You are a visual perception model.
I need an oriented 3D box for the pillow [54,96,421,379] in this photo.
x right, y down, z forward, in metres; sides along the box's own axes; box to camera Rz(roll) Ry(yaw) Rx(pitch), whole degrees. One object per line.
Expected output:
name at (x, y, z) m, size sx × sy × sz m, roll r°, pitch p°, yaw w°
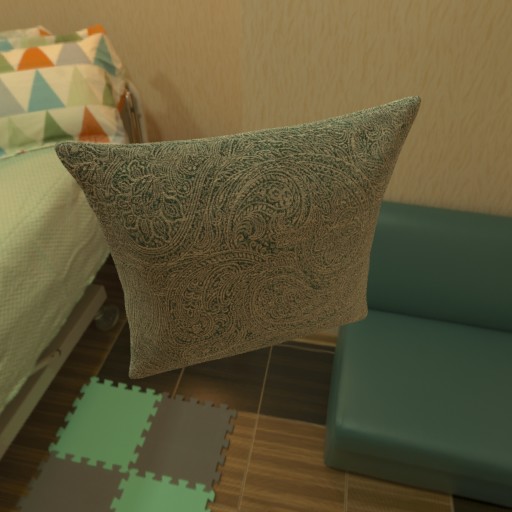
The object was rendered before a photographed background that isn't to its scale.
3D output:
pillow at (0.000, 0.000, 0.773) m, size 0.526 × 0.507 × 0.166 m, roll -12°, pitch 42°, yaw -14°
